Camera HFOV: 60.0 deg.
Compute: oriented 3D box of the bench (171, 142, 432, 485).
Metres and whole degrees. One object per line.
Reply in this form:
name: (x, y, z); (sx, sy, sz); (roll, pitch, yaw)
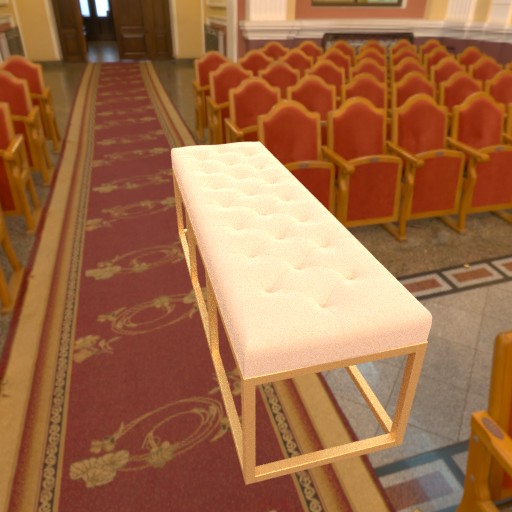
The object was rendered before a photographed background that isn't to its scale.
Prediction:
bench: (0.000, 0.000, 1.695); (0.457, 0.484, 1.473); (-8, 31, -13)
